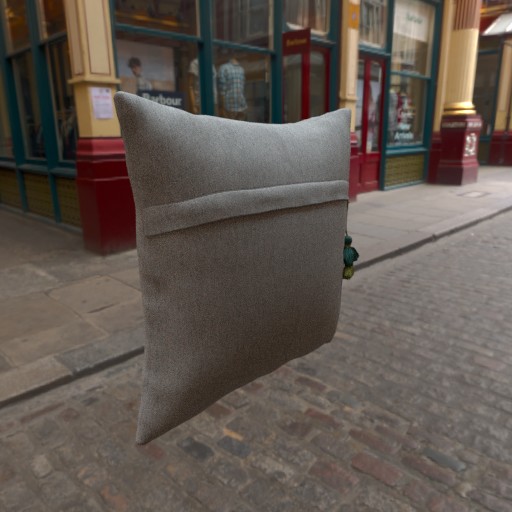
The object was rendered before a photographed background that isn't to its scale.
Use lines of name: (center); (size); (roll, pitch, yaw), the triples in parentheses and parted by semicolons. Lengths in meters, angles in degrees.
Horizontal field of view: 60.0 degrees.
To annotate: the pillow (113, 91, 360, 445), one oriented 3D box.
pillow: (0.000, 0.000, 0.663); (0.173, 0.436, 0.433); (14, 21, 42)
